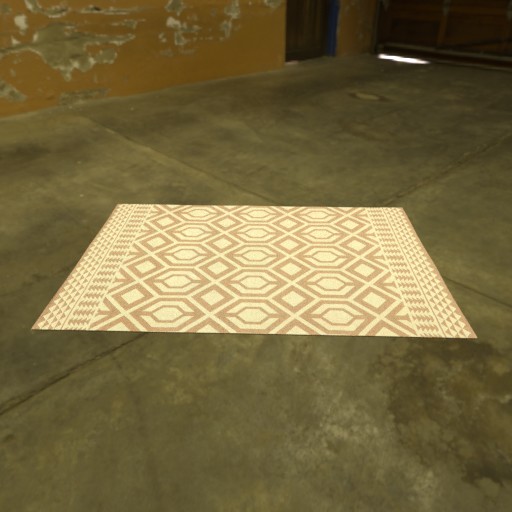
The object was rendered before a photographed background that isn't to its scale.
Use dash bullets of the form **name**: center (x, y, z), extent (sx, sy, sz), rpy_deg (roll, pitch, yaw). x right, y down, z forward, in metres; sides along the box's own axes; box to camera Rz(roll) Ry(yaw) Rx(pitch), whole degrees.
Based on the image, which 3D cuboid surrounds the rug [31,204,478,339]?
- **rug**: center (0.000, 0.000, 2.332), extent (1.829, 0.008, 1.219), rpy_deg (1, 32, 1)
